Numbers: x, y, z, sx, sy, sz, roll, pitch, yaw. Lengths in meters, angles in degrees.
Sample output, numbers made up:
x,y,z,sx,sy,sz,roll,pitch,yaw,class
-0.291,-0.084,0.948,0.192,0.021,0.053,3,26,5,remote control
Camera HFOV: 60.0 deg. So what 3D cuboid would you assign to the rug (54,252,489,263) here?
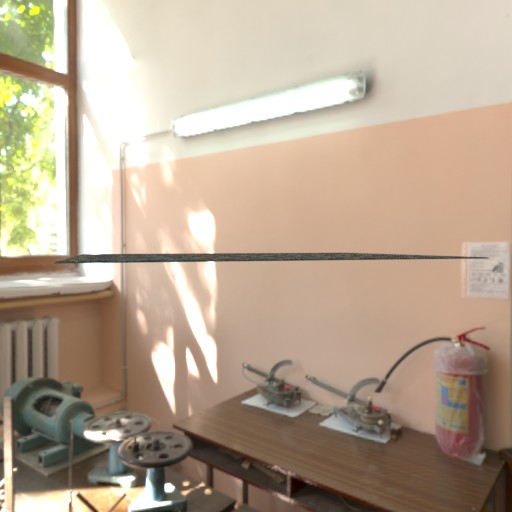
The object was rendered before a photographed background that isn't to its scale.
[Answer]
x,y,z,sx,sy,sz,roll,pitch,yaw,class
0.000,0.000,4.263,3.291,0.013,2.337,0,1,-18,rug
